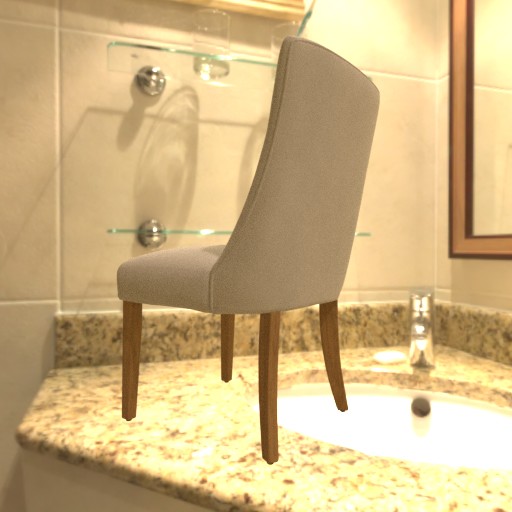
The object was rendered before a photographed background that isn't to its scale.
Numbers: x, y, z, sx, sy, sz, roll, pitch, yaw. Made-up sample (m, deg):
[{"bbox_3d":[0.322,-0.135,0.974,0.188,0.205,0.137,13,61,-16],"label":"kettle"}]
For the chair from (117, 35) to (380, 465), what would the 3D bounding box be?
[{"bbox_3d":[0.000,0.000,1.219,0.610,0.902,0.495,1,1,35],"label":"chair"}]
